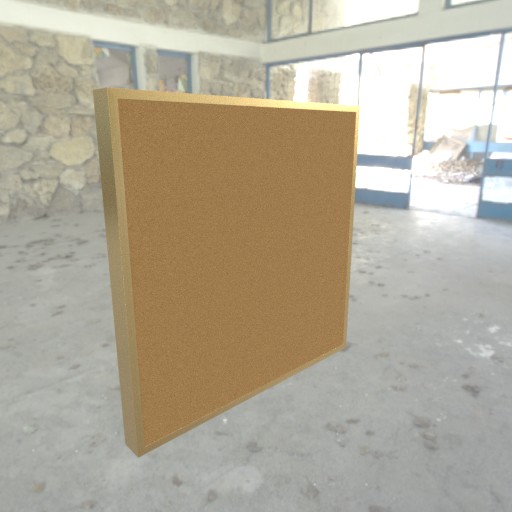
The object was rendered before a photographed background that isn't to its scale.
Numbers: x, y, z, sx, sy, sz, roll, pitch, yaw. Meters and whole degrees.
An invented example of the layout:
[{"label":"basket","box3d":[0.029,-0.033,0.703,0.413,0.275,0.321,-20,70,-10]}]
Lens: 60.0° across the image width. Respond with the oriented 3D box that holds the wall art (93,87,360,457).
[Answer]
[{"label":"wall art","box3d":[0.000,0.000,0.763,0.509,0.509,0.040,-14,21,-41]}]
